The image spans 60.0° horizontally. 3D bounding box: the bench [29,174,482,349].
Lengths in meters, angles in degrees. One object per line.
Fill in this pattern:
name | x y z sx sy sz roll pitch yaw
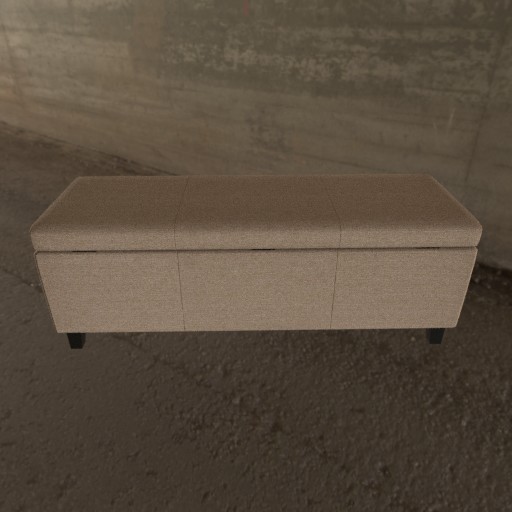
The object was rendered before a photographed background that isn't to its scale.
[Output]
bench | 0.000 0.000 1.487 1.269 0.438 0.446 -1 30 -1
